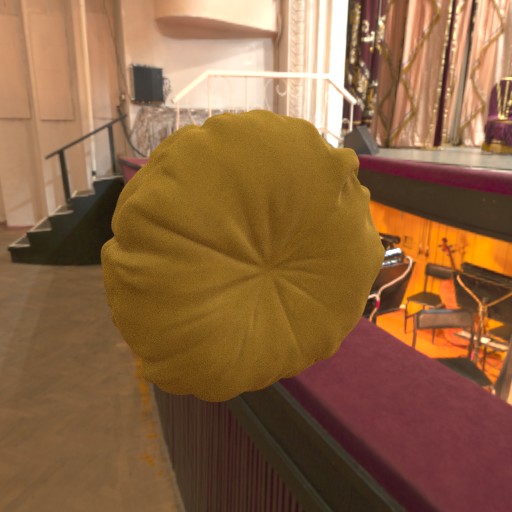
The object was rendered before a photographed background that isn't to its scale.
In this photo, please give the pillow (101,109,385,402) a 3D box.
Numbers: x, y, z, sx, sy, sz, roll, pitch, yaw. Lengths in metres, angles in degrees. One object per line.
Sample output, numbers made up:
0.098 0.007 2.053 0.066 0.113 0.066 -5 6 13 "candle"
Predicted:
0.000 0.000 0.649 0.428 0.407 0.148 -8 18 -26 "pillow"
